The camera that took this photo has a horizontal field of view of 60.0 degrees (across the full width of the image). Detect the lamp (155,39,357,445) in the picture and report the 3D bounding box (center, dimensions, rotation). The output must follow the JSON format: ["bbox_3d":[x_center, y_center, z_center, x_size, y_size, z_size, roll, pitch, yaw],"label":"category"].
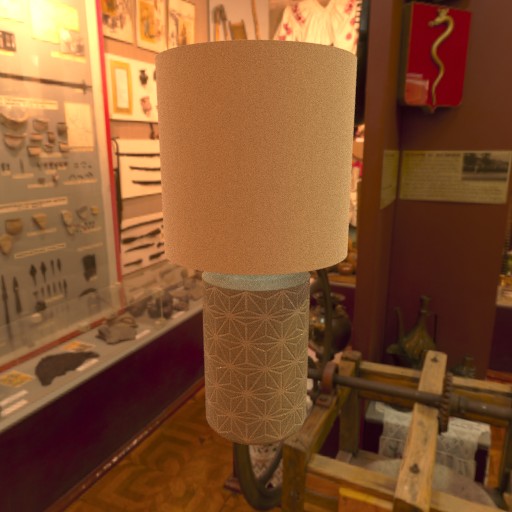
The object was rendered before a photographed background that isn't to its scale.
[{"bbox_3d":[0.000,0.000,0.512,0.206,0.416,0.206,7,15,26],"label":"lamp"}]
